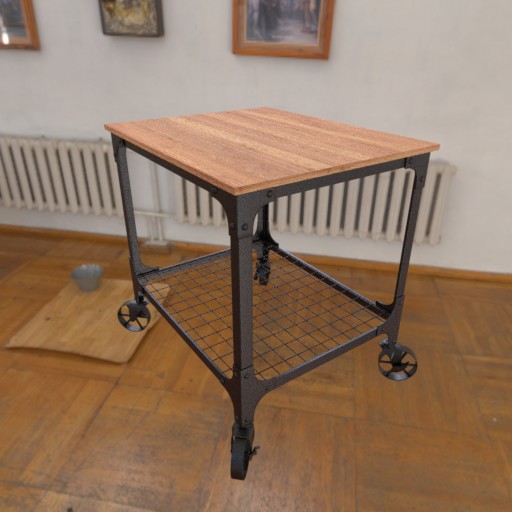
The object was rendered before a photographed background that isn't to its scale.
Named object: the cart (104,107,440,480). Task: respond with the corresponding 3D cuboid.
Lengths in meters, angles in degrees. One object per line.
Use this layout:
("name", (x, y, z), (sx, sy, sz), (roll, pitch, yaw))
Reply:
("cart", (0.000, 0.000, 1.108), (0.558, 0.603, 0.666), (-17, 32, -31))
